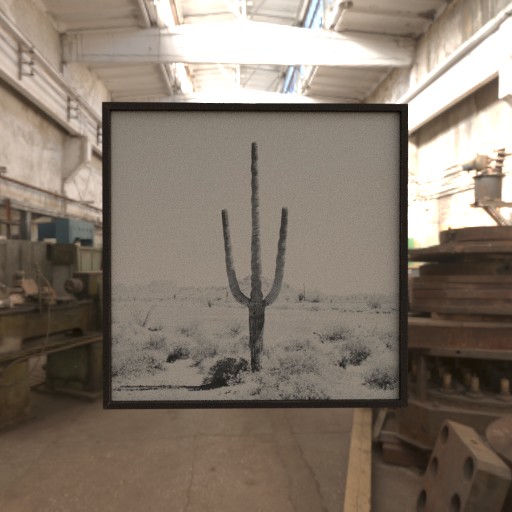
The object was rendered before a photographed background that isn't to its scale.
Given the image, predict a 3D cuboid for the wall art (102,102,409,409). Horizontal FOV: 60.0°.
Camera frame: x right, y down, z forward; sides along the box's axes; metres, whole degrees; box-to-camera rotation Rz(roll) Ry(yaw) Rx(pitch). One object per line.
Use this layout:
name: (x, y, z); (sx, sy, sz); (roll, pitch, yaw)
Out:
wall art: (0.000, 0.000, 0.755); (0.508, 0.508, 0.038); (0, 1, -1)
